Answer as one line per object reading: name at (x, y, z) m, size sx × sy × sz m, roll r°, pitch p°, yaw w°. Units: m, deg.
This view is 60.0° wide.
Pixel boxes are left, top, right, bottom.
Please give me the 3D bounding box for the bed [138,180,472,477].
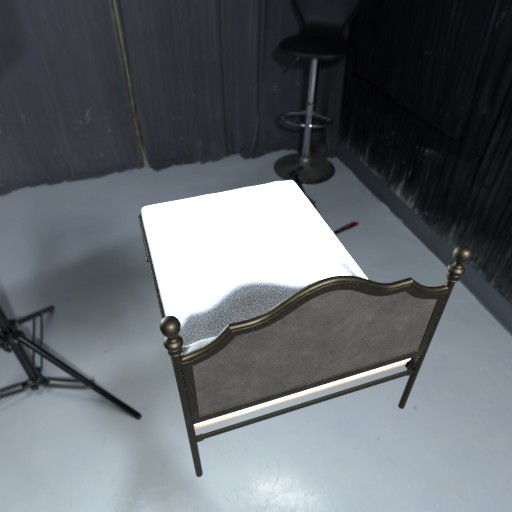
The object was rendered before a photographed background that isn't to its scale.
bed at (0.000, 0.000, 3.199) m, size 1.533 × 1.462 × 2.170 m, roll -12°, pitch 43°, yaw -14°
